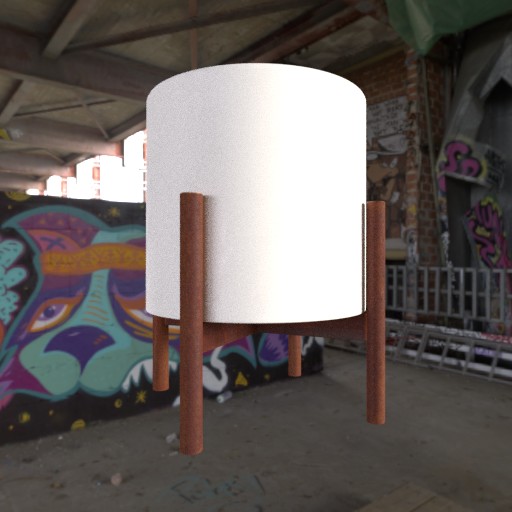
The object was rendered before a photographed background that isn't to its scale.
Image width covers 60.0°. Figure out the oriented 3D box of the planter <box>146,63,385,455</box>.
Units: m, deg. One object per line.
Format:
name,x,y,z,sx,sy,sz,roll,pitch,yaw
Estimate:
planter,0.000,0.000,0.871,0.420,0.581,0.421,0,0,-18
